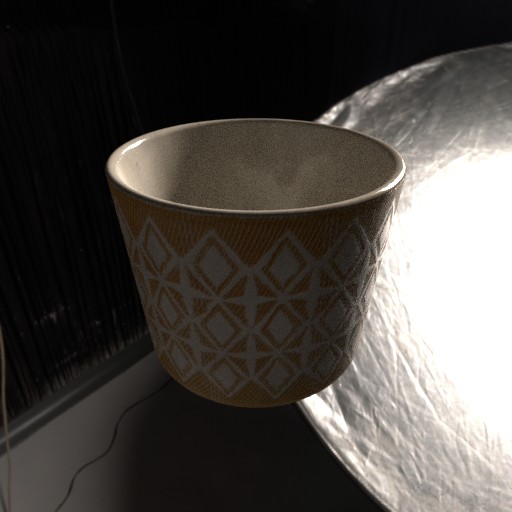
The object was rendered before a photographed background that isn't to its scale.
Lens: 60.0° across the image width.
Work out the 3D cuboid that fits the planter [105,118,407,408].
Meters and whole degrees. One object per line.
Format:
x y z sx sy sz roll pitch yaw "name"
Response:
0.000 0.000 0.219 0.126 0.104 0.126 0 30 0 "planter"
